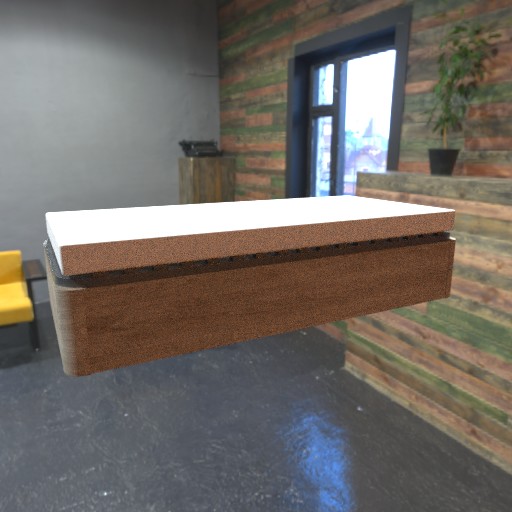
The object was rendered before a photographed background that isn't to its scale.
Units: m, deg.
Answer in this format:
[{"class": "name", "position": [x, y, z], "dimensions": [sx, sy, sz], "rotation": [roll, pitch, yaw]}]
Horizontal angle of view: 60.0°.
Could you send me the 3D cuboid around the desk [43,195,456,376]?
[{"class": "desk", "position": [0.000, 0.000, 2.241], "dimensions": [1.900, 0.455, 0.900], "rotation": [-7, 15, -27]}]
